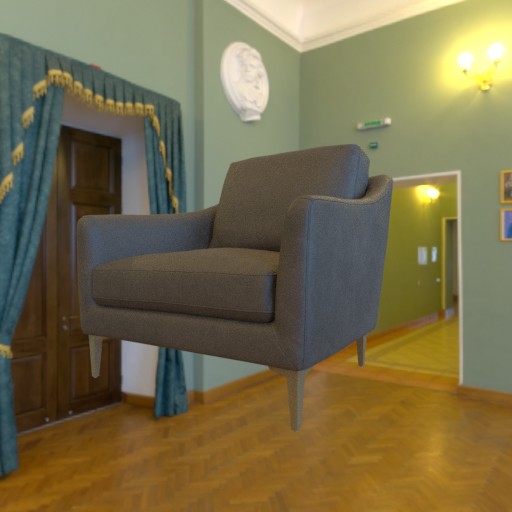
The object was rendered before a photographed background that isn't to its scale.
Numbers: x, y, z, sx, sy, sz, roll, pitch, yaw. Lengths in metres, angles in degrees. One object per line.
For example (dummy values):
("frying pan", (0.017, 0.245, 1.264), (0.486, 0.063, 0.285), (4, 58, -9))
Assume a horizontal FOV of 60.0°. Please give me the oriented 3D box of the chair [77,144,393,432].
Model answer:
("chair", (0.000, 0.000, 1.731), (0.988, 0.901, 0.961), (0, 0, 36))
